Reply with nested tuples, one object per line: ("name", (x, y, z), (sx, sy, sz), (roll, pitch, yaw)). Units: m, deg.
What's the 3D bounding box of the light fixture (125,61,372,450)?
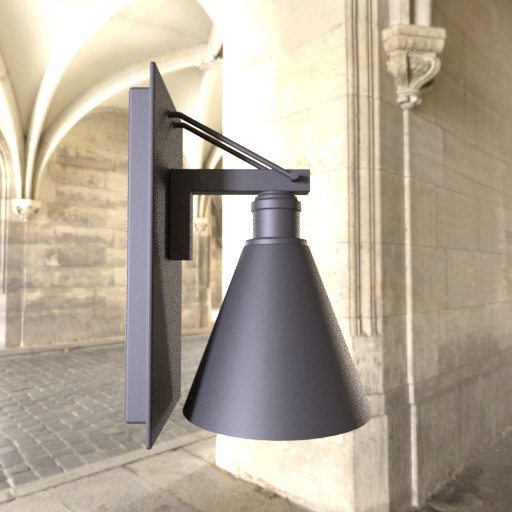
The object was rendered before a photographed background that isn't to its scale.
("light fixture", (0.000, 0.000, 0.412), (0.207, 0.298, 0.170), (0, -3, -1))
